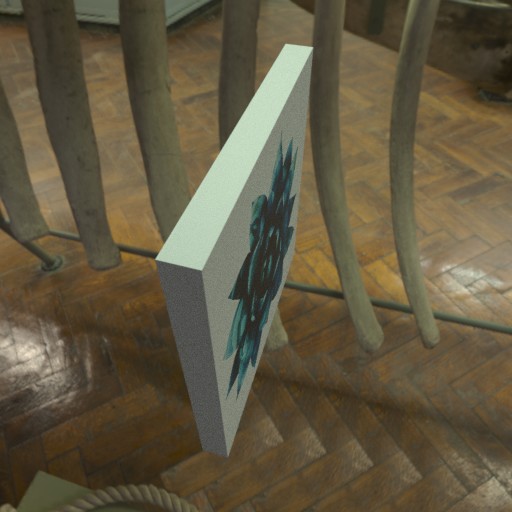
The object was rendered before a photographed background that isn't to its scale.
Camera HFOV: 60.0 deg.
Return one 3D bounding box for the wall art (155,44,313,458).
[{"bbox_3d":[0.000,0.000,0.610,0.038,0.406,0.406,12,49,11],"label":"wall art"}]
